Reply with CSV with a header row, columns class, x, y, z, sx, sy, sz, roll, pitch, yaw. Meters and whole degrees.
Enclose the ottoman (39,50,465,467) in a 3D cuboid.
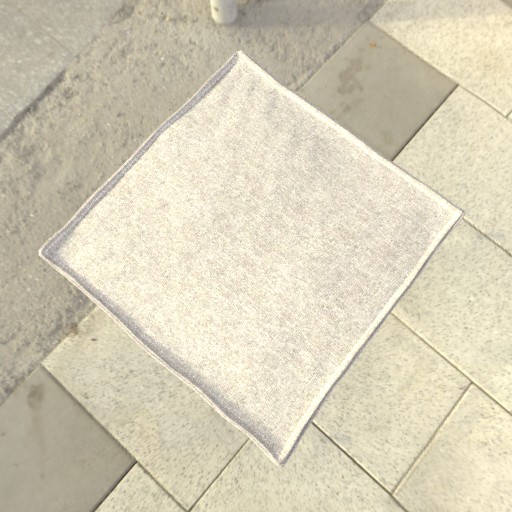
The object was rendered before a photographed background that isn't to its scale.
class,x,y,z,sx,sy,sz,roll,pitch,yaw
ottoman,0.000,0.000,1.165,0.696,0.470,0.707,38,79,9
